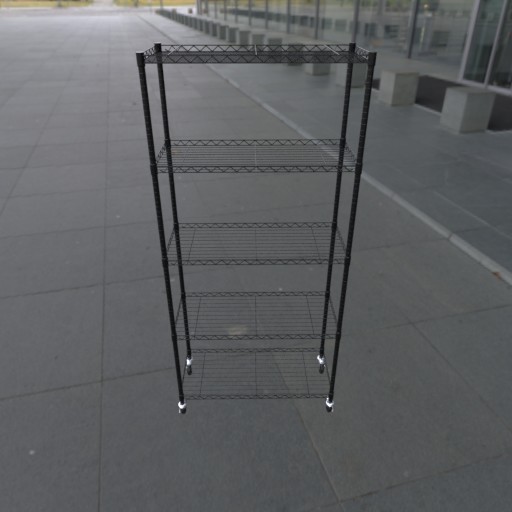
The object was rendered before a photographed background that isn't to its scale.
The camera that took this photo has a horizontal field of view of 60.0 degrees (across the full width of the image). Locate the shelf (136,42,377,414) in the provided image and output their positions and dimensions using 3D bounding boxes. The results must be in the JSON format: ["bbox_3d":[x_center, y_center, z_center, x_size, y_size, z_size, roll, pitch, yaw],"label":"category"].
[{"bbox_3d":[0.000,0.000,1.919,0.762,1.645,0.356,0,30,-1],"label":"shelf"}]
